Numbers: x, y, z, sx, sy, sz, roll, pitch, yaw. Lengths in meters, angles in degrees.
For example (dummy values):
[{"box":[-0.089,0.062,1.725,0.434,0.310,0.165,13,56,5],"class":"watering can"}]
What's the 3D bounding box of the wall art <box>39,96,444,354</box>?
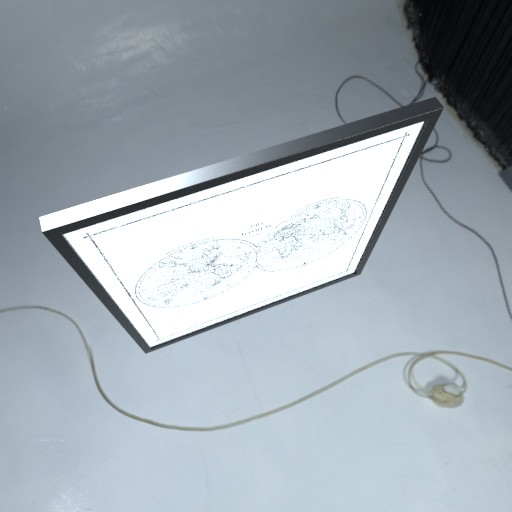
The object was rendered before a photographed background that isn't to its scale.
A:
[{"box":[0.000,0.000,1.149,0.773,0.775,0.031,-19,64,-10],"class":"wall art"}]
